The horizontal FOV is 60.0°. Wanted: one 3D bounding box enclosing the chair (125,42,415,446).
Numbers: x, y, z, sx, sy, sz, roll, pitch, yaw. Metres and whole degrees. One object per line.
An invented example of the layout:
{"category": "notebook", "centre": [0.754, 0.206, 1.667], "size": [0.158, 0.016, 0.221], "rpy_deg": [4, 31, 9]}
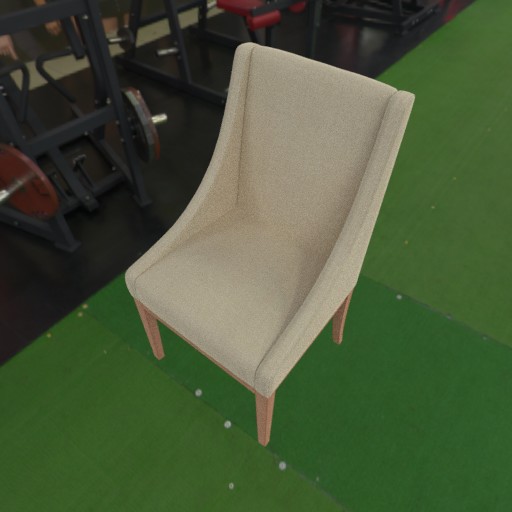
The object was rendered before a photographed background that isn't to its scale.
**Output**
{"category": "chair", "centre": [0.000, 0.000, 1.392], "size": [0.575, 1.021, 0.611], "rpy_deg": [31, 53, 26]}
